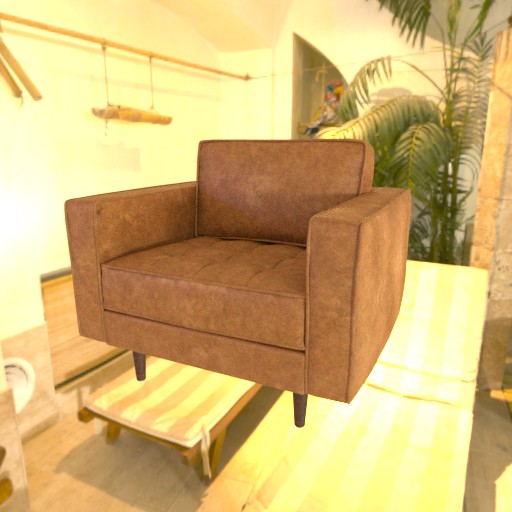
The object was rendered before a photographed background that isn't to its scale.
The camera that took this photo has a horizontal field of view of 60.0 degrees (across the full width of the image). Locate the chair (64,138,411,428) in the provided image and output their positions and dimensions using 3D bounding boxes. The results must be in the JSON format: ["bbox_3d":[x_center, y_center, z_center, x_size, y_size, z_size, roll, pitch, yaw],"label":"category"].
[{"bbox_3d":[0.000,0.000,1.495,0.928,0.767,0.798,7,16,25],"label":"chair"}]
